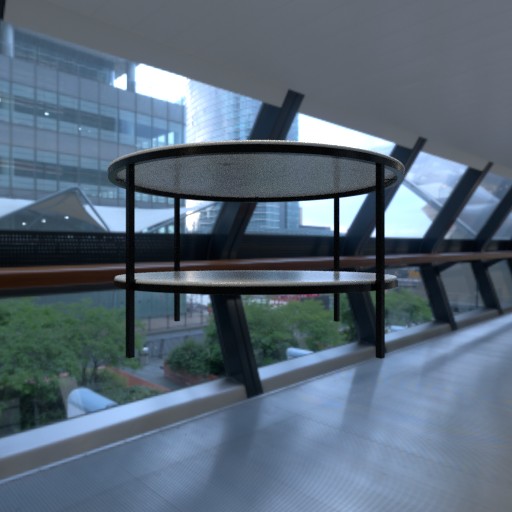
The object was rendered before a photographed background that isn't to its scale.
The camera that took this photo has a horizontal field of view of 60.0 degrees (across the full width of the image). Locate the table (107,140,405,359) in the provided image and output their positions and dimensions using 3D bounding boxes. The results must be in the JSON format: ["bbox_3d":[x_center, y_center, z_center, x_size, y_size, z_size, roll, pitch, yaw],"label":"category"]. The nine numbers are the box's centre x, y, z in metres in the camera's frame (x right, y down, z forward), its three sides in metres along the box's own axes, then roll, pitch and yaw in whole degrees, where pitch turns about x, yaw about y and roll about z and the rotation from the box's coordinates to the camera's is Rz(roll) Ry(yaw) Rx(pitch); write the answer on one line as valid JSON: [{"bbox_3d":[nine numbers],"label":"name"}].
[{"bbox_3d":[0.000,0.000,1.257,0.800,0.450,0.800,0,0,0],"label":"table"}]
